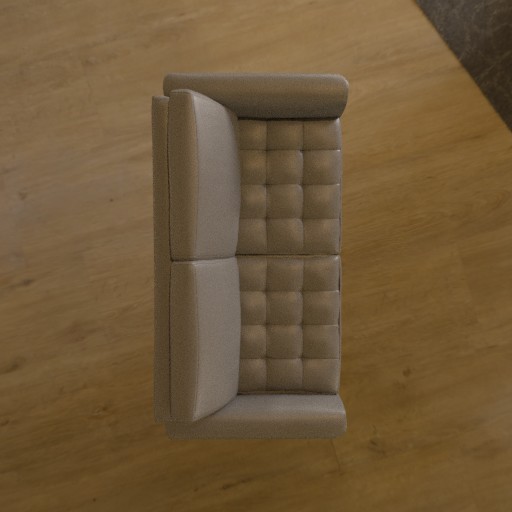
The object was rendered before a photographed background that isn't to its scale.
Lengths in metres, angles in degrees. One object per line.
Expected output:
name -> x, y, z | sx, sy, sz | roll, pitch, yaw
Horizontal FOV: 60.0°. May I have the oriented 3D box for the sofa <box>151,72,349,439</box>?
sofa -> 0.000, 0.000, 2.726 | 1.121, 0.930, 2.177 | 0, 92, 0
